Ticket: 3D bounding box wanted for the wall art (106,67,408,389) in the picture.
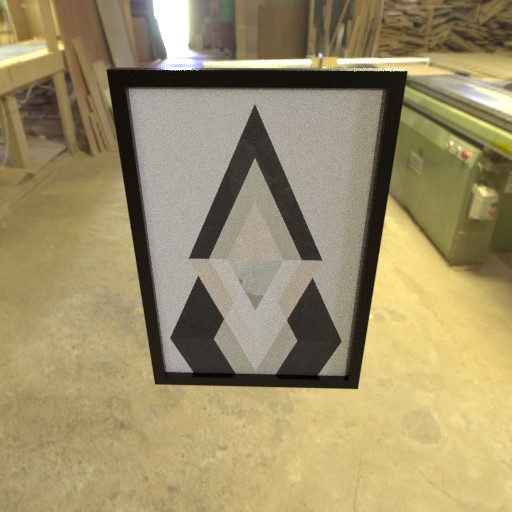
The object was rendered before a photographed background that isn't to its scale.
[{"bbox_3d":[0.000,0.000,0.581,0.314,0.455,0.019,1,29,2],"label":"wall art"}]
